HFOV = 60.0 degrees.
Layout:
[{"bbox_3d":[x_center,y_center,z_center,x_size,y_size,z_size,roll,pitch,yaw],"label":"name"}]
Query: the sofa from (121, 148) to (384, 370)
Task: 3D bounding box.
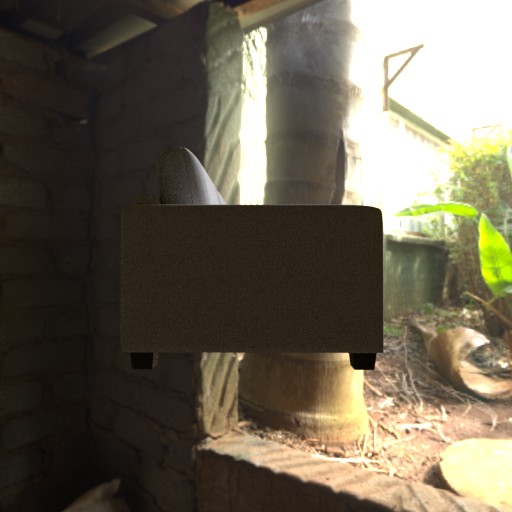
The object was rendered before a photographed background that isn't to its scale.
[{"bbox_3d":[0.000,0.000,2.535,0.900,0.800,2.120,0,-1,1],"label":"sofa"}]
